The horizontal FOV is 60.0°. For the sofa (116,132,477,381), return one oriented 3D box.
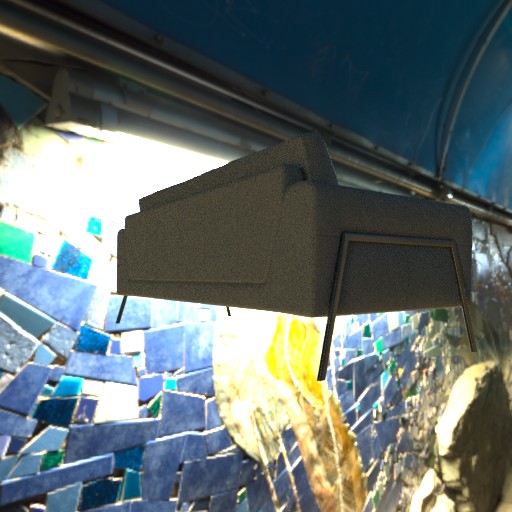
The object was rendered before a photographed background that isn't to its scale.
[{"bbox_3d":[0.000,0.000,2.487,0.953,0.875,2.017,2,-3,-35],"label":"sofa"}]
